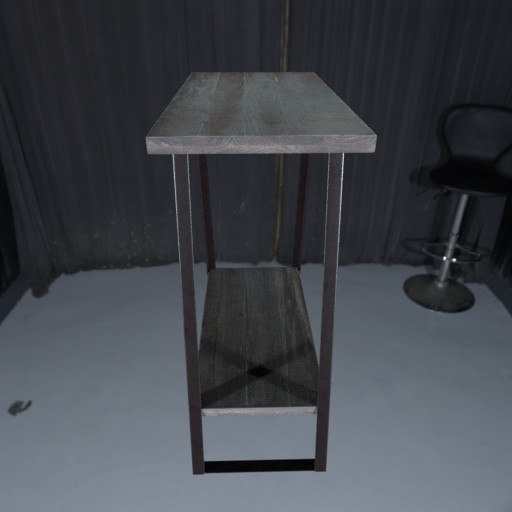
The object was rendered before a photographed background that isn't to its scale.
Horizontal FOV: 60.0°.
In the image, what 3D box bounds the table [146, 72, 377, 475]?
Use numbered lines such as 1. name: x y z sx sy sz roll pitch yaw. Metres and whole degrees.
1. table: 0.000 0.000 1.006 0.300 0.701 0.599 -1 30 -1
